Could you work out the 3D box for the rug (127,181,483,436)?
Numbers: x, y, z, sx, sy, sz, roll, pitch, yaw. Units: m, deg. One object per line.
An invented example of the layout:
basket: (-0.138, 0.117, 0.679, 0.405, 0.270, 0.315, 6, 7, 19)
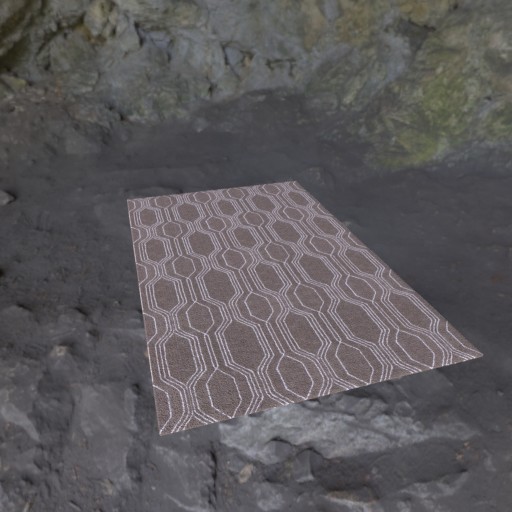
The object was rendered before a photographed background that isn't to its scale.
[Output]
rug: (0.000, 0.000, 2.947, 1.541, 0.012, 2.457, -9, 31, -15)
